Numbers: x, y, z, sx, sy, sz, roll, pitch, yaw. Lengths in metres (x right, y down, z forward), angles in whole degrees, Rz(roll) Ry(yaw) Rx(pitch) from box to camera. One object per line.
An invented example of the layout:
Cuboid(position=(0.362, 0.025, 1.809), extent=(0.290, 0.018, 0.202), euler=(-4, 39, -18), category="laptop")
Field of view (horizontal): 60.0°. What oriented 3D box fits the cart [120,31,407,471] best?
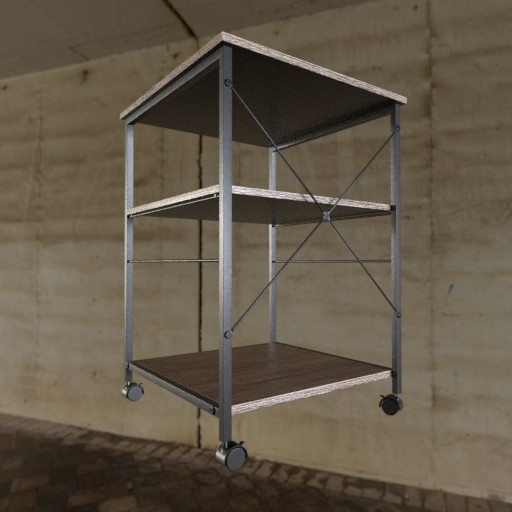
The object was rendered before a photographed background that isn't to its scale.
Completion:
Cuboid(position=(0.000, 0.000, 1.120), extent=(0.521, 0.762, 0.520), euler=(1, -1, -36), category="cart")
